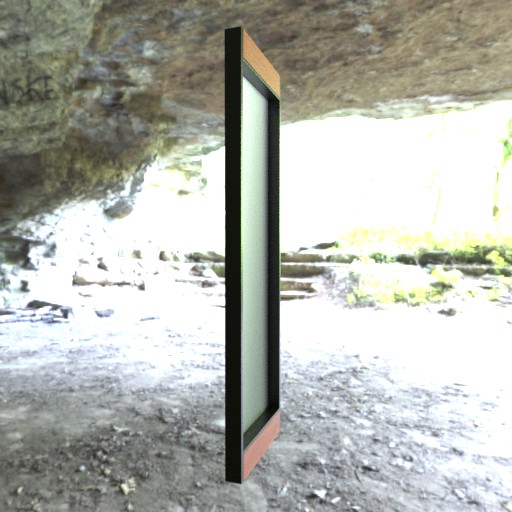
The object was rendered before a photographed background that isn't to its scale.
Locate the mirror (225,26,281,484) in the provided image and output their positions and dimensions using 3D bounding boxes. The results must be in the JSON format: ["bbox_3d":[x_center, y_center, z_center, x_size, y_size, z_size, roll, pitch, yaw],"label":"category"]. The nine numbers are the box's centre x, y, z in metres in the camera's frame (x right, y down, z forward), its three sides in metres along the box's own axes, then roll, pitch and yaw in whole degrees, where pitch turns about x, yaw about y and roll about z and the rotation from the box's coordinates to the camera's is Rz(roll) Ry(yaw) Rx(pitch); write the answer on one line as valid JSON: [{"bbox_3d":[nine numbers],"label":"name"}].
[{"bbox_3d":[0.000,0.000,1.254,0.047,1.123,0.343,0,1,20],"label":"mirror"}]
